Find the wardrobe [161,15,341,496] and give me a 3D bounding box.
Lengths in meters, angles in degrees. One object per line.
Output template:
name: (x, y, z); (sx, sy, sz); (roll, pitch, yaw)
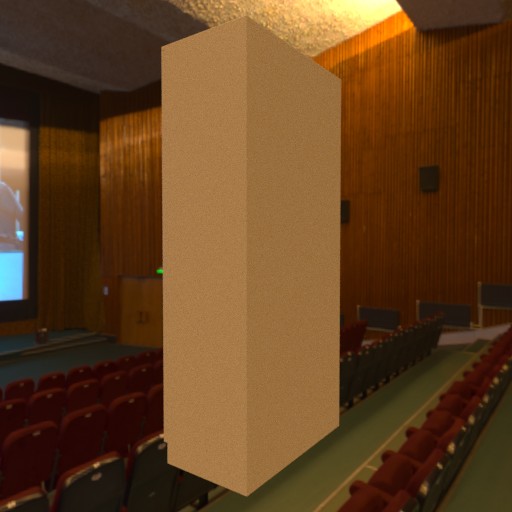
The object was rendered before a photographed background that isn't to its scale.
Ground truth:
wardrobe: (0.000, 0.000, 2.008); (0.470, 1.700, 0.760); (1, 2, 36)
